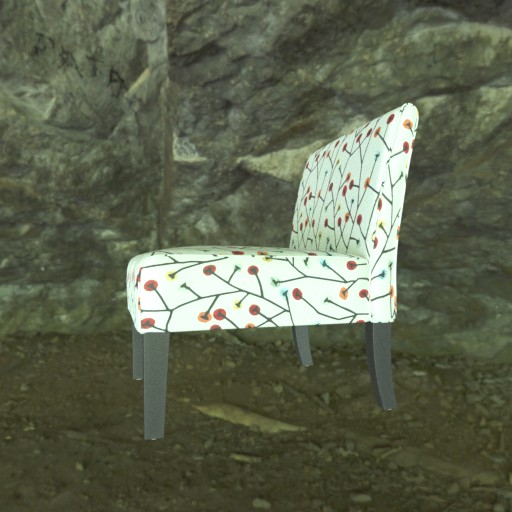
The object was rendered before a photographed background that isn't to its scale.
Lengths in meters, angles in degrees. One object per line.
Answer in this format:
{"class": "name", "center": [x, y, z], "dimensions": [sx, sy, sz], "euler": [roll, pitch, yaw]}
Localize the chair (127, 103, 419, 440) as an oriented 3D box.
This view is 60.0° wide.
{"class": "chair", "center": [0.000, 0.000, 1.336], "dimensions": [0.732, 0.813, 0.597], "euler": [0, -1, -18]}
